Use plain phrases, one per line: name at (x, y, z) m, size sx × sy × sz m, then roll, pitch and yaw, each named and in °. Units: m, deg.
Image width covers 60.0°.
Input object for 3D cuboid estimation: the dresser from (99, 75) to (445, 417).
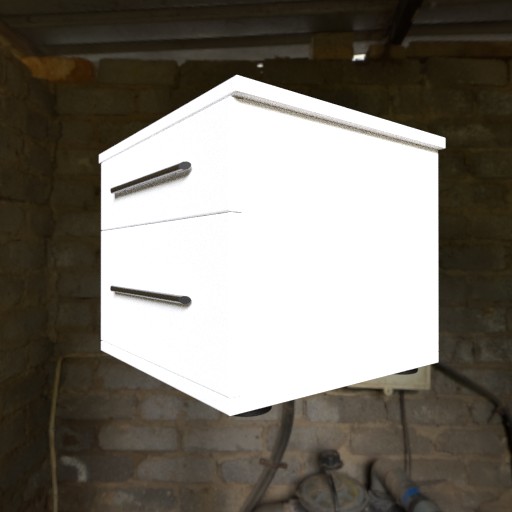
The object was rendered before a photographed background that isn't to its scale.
dresser at (0.000, 0.000, 0.726) m, size 0.400 × 0.360 × 0.430 m, roll 0°, pitch 0°, yaw -37°
